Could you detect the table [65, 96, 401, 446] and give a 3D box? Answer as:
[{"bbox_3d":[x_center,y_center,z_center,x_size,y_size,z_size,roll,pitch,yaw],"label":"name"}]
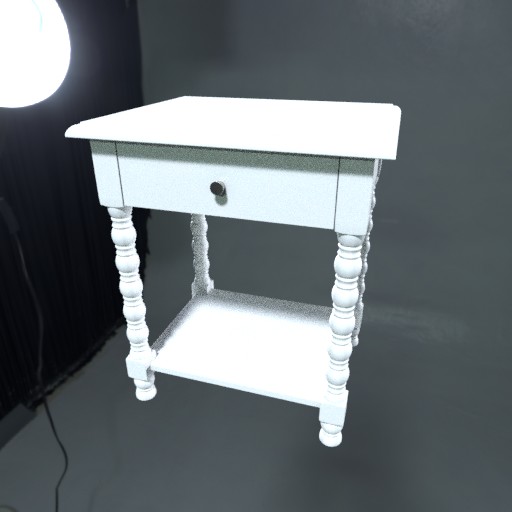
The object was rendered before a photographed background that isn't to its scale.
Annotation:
[{"bbox_3d":[0.000,0.000,0.850,0.460,0.531,0.381,8,27,16],"label":"table"}]
